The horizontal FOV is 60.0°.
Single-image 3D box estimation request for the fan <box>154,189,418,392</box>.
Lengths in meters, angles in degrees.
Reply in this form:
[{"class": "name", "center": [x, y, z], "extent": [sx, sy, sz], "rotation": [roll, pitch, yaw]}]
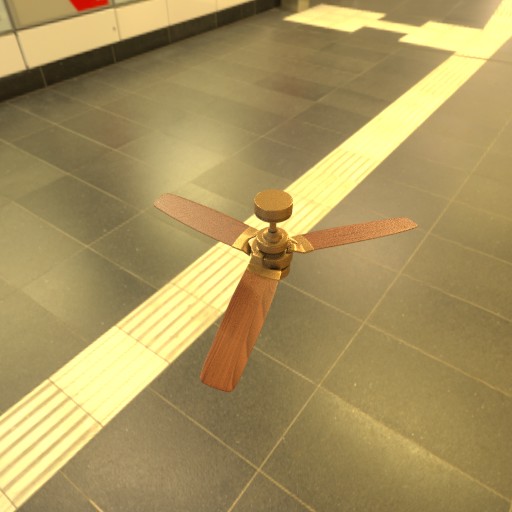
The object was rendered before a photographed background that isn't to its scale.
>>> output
[{"class": "fan", "center": [0.000, 0.000, 2.003], "extent": [1.416, 0.425, 1.271], "rotation": [11, 43, 13]}]
